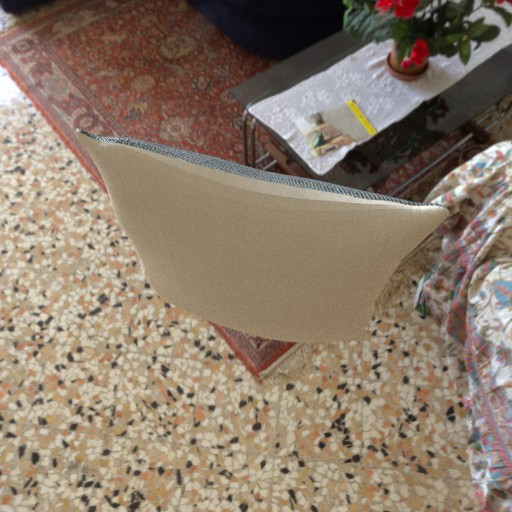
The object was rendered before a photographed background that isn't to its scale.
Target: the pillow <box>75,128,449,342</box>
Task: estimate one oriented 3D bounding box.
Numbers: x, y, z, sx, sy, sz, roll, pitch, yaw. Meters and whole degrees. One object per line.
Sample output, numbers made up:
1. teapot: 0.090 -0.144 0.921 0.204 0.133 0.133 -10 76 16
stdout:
1. pillow: 0.000 0.000 0.679 0.440 0.441 0.182 14 64 7
